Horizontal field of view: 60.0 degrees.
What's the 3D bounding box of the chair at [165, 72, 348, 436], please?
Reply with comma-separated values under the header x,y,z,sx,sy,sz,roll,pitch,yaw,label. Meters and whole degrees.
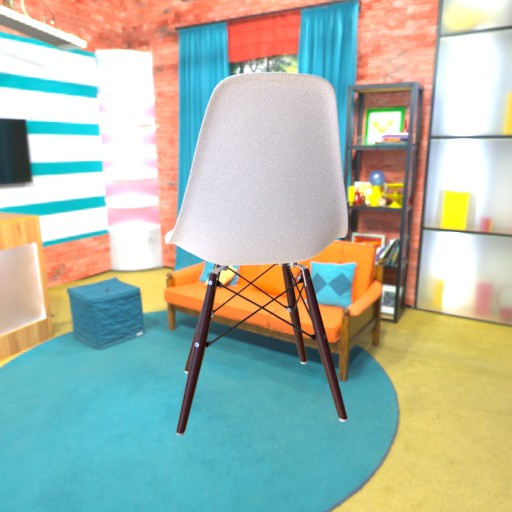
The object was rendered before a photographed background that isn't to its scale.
x,y,z,sx,sy,sz,roll,pitch,yaw,label
0.000,0.000,1.171,0.470,0.826,0.533,-2,14,-10,chair
